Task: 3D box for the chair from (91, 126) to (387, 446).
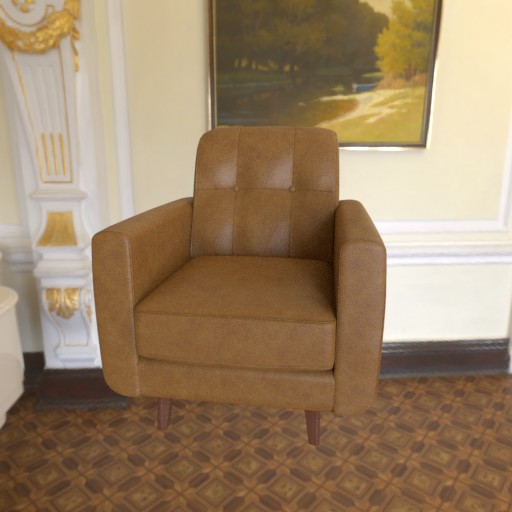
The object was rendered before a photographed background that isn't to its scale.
[{"bbox_3d":[0.000,0.000,1.670,0.845,0.968,0.942,2,14,9],"label":"chair"}]
